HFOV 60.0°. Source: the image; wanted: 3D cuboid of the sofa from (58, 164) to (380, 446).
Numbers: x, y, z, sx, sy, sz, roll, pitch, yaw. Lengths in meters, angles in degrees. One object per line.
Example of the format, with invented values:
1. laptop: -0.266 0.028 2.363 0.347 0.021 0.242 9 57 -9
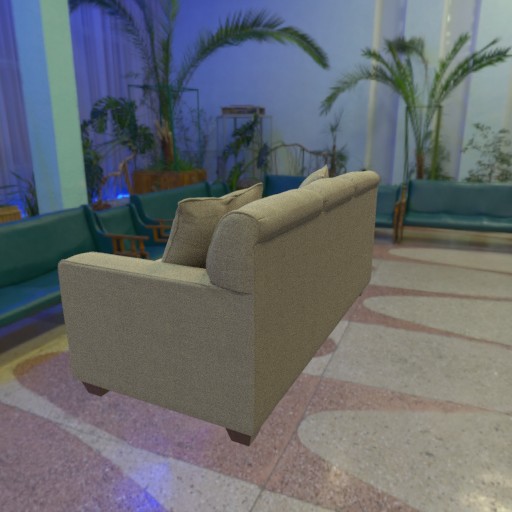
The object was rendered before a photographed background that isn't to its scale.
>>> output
1. sofa: 0.000 0.000 2.598 0.997 0.958 2.024 7 17 25
